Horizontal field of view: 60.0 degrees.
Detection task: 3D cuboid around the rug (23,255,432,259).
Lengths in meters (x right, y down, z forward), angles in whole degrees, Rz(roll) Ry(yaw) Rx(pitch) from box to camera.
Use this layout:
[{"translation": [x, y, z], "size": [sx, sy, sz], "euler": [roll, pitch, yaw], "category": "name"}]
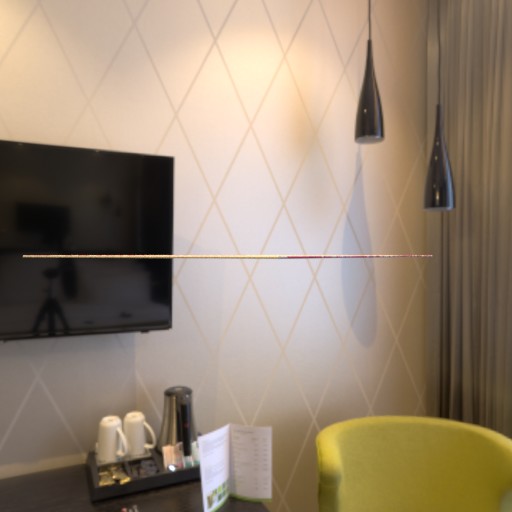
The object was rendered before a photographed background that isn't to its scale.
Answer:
[{"translation": [0.000, 0.000, 4.107], "size": [2.441, 0.016, 3.095], "euler": [0, 0, 35], "category": "rug"}]
